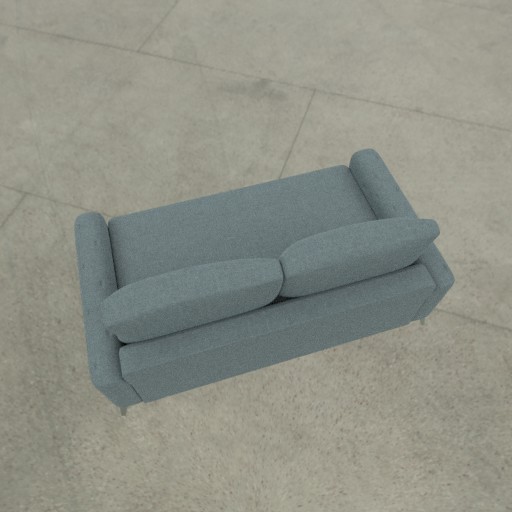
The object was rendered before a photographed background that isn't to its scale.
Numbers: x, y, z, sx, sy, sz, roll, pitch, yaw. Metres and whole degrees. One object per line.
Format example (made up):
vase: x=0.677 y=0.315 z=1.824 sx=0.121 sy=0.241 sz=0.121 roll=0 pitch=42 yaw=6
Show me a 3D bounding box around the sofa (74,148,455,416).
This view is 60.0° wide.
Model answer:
sofa: x=0.000 y=0.000 z=2.166 sx=1.650 sy=0.790 sz=0.920 roll=-14 pitch=59 yaw=-9
